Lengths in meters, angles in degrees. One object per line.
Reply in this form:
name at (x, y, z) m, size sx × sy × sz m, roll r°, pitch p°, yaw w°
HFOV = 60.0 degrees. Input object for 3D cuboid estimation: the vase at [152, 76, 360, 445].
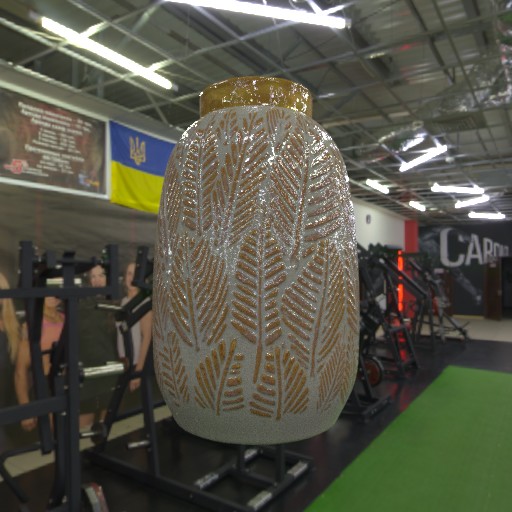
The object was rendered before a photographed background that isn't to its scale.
vase at (0.000, 0.000, 0.379) m, size 0.172 × 0.270 × 0.172 m, roll 0°, pitch -1°, yaw 0°
